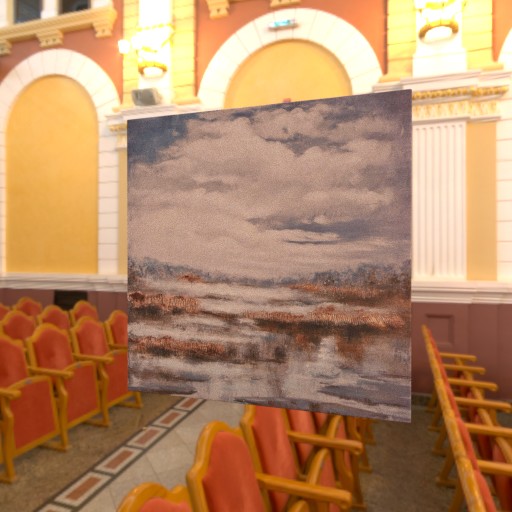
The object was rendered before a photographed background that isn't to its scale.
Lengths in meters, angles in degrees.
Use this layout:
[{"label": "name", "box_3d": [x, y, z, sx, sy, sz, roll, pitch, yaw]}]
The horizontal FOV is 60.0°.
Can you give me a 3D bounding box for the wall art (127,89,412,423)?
[{"label": "wall art", "box_3d": [0.000, 0.000, 1.526, 1.010, 1.020, 0.040, 0, 1, 18]}]
